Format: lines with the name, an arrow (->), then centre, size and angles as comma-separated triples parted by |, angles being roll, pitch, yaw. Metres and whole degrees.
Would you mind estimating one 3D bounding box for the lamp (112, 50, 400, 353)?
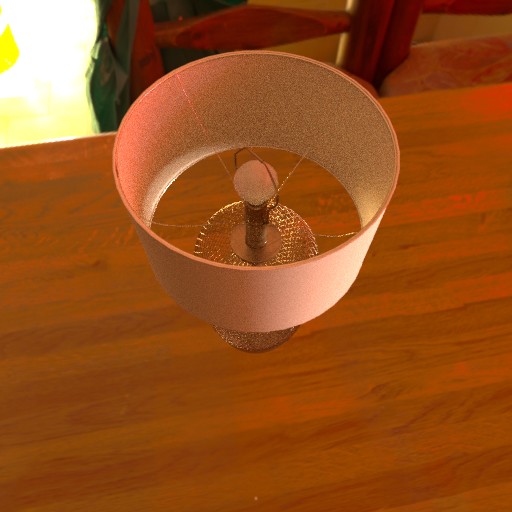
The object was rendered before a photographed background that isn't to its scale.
lamp -> 0.000, 0.000, 0.801 | 0.353, 0.578, 0.353 | 0, 61, 0
